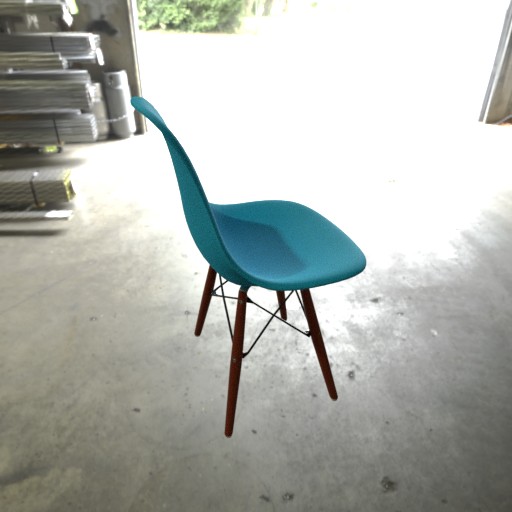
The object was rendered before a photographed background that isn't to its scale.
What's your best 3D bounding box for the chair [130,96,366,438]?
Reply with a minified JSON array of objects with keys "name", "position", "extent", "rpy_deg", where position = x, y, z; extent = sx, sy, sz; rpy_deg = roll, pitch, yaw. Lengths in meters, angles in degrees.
[{"name":"chair","position":[0.000,0.000,1.180],"extent":[0.533,0.826,0.470],"rpy_deg":[-11,33,-17]}]
